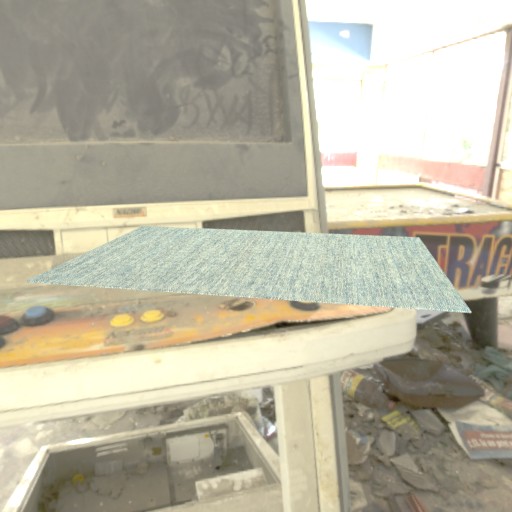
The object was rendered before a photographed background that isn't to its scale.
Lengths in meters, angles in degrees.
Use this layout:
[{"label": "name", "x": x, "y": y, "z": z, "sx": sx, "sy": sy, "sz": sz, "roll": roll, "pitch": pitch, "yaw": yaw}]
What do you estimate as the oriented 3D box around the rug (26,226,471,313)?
[{"label": "rug", "x": 0.000, "y": 0.000, "z": 2.248, "sx": 1.752, "sy": 0.006, "sz": 1.142, "roll": 3, "pitch": 16, "yaw": 10}]
